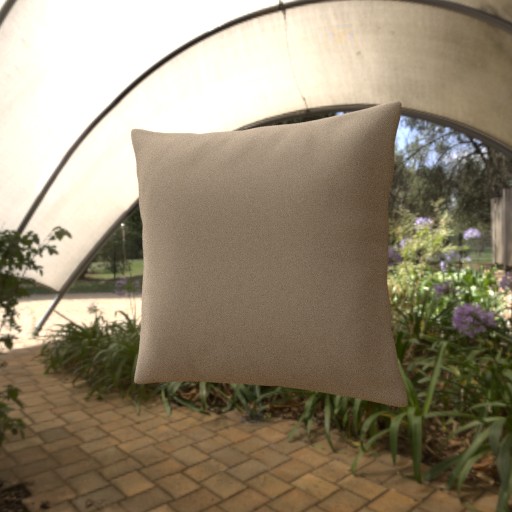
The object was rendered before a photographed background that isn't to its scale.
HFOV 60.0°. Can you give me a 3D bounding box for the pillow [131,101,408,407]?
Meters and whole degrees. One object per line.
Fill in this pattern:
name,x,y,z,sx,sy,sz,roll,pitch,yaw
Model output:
pillow,0.000,0.000,0.810,0.523,0.510,0.166,0,-1,18
